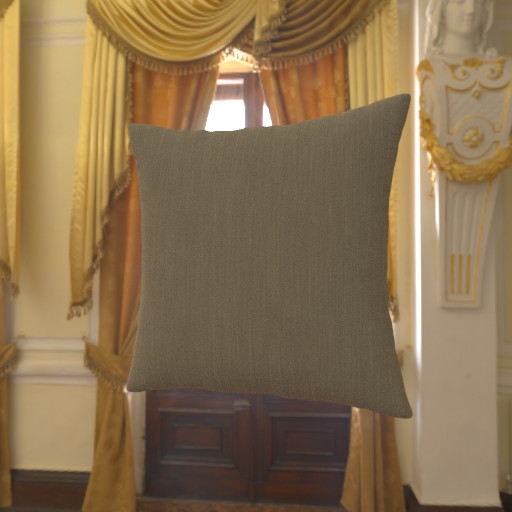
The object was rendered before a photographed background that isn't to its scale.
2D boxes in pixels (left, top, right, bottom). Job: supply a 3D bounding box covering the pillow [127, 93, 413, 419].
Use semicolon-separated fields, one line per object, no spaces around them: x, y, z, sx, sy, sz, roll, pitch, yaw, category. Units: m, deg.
0.000;0.000;0.768;0.511;0.509;0.161;0;-1;17;pillow
